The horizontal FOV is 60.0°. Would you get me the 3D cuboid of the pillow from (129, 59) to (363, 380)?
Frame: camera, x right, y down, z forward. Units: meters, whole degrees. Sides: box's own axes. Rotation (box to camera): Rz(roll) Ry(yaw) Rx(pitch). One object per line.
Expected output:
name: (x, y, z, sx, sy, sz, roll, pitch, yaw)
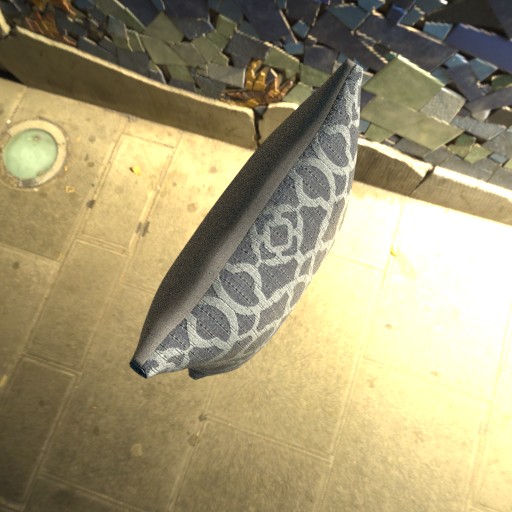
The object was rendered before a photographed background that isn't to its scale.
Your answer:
pillow: (0.000, 0.000, 0.796, 0.215, 0.498, 0.508, 32, 77, 8)
